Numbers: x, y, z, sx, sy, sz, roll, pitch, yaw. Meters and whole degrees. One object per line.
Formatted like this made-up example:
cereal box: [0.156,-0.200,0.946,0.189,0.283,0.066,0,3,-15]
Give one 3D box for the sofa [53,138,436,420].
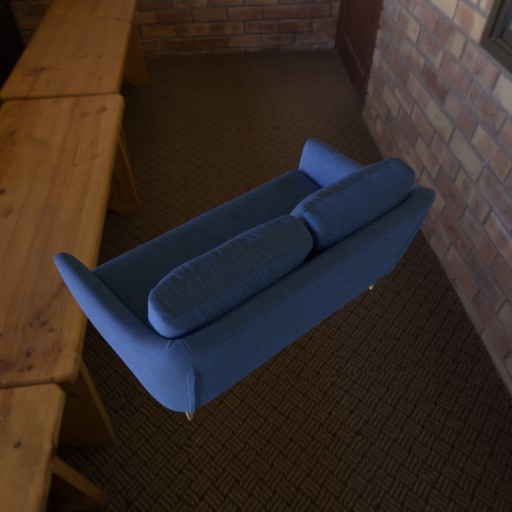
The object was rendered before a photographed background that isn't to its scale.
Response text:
sofa: [0.000,0.000,2.196,1.619,0.902,0.960,-30,54,-25]
